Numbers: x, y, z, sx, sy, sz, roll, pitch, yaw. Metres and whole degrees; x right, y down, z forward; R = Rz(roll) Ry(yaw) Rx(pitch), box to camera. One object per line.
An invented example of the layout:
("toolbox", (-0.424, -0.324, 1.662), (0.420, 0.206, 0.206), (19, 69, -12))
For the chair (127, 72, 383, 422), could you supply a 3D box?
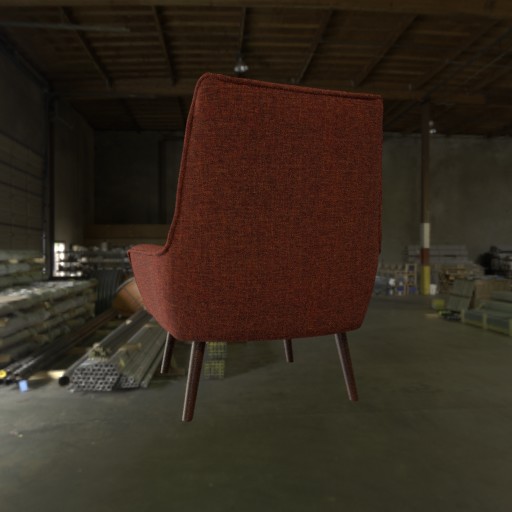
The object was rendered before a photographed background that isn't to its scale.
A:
("chair", (0.000, 0.000, 1.491), (0.803, 0.911, 0.784), (0, 1, -19))
